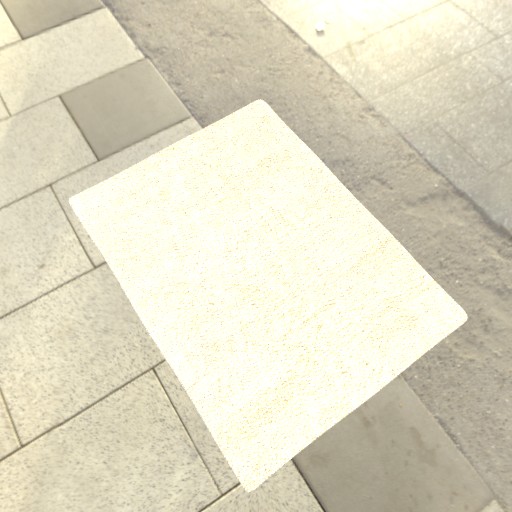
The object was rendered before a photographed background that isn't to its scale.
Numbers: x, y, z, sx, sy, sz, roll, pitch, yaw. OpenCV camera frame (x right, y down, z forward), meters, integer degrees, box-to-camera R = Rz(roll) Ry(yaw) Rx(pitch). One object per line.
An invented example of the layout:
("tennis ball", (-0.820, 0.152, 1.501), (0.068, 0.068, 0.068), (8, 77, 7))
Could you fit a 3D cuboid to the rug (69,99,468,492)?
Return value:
("rug", (0.000, 0.000, 2.103), (1.200, 0.027, 1.600), (-32, 68, -15))
